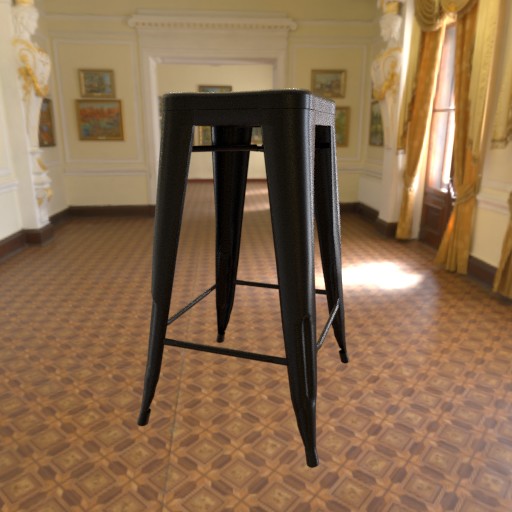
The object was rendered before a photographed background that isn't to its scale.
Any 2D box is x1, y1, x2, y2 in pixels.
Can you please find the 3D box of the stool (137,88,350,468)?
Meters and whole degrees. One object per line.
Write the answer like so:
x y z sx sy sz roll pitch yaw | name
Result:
0.000 0.000 0.897 0.423 0.609 0.455 2 16 8 | stool
